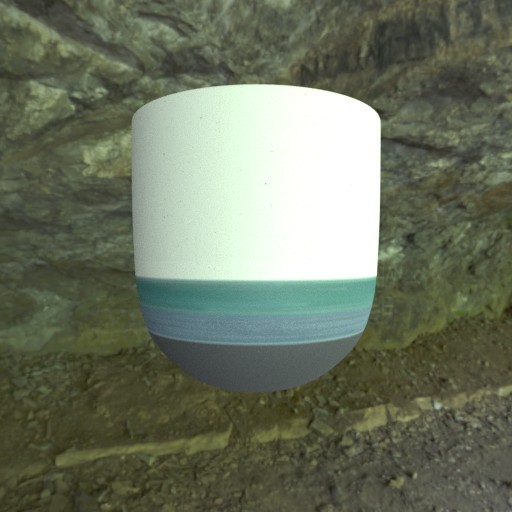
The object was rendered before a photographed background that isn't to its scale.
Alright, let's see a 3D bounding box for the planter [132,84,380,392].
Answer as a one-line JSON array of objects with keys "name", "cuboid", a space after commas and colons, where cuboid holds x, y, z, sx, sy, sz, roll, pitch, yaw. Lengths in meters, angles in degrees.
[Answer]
[{"name": "planter", "cuboid": [0.000, 0.000, 0.377, 0.204, 0.214, 0.204, 0, 0, 0]}]
